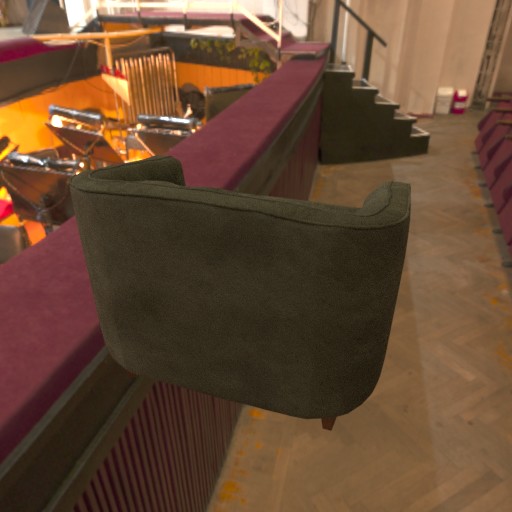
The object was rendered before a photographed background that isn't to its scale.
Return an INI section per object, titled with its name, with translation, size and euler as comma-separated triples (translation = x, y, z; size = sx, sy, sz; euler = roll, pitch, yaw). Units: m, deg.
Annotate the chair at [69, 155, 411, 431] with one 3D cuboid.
[chair]
translation = 0.000, 0.000, 1.736
size = 1.104, 0.852, 0.941
euler = 10, 32, 16
